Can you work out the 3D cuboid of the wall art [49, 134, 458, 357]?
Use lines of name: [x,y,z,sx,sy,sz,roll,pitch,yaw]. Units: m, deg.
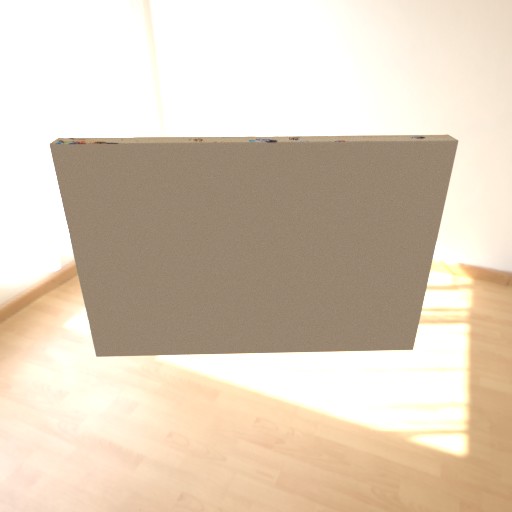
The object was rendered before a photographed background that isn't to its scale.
wall art: [0.000,0.000,1.131,0.894,0.595,0.057,-1,28,-2]
